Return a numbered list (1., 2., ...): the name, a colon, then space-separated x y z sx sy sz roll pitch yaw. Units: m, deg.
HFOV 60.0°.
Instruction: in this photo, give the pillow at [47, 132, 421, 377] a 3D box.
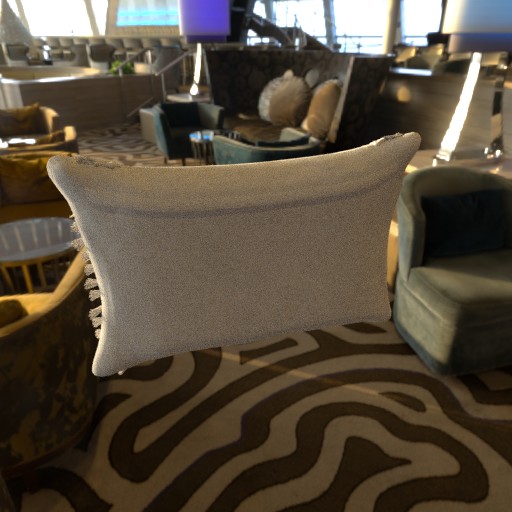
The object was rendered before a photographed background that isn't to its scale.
1. pillow: 0.000 0.000 0.596 0.466 0.305 0.084 -8 27 -16
